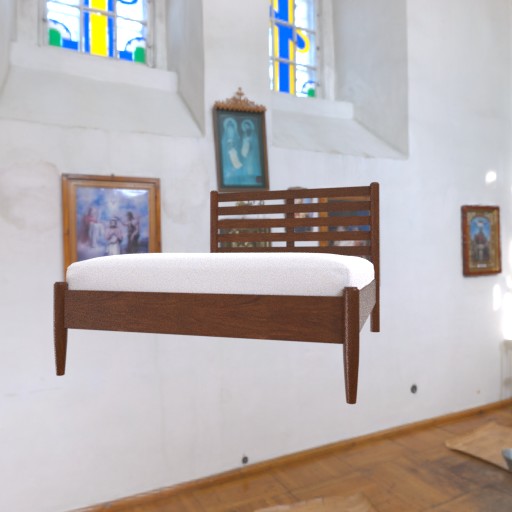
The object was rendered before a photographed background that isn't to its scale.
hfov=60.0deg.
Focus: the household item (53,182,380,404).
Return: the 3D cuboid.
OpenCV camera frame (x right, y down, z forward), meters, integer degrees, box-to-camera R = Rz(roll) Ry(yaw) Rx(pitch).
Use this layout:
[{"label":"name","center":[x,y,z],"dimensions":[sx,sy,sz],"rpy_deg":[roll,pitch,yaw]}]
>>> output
[{"label":"household item","center":[0.000,0.000,3.245],"dimensions":[1.663,1.356,2.232],"rpy_deg":[0,-1,18]}]
